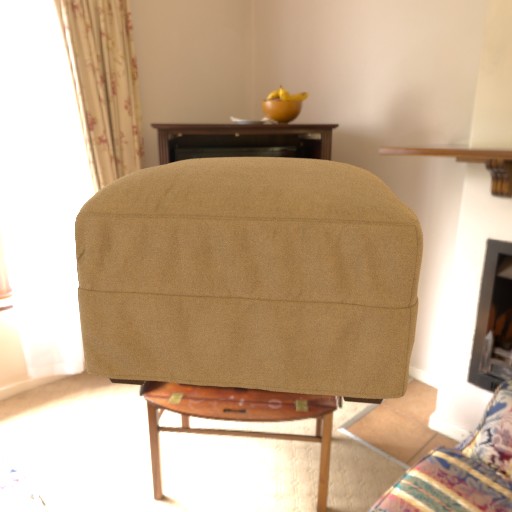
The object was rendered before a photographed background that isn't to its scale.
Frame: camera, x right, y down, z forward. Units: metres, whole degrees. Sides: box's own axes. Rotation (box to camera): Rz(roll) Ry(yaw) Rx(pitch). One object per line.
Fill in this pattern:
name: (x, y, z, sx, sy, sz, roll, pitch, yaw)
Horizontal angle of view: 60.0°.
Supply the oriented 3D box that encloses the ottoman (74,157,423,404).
ottoman: (0.000, 0.000, 1.102, 0.712, 0.480, 0.584, 2, 15, 8)
